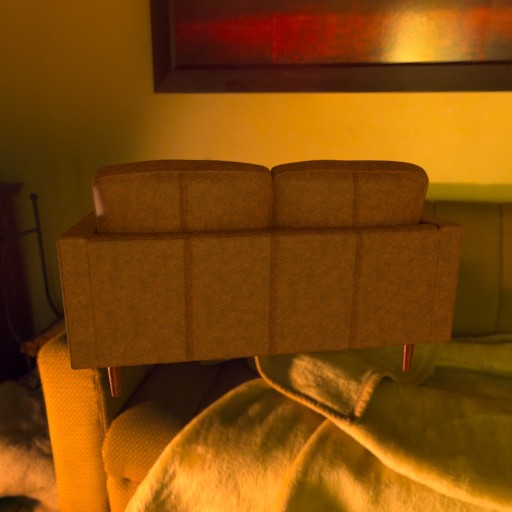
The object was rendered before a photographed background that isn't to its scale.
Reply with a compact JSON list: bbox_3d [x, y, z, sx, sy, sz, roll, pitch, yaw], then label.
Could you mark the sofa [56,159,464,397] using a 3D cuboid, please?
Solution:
[{"bbox_3d":[0.000,0.000,2.168,1.578,0.951,0.909,-2,15,-9],"label":"sofa"}]
